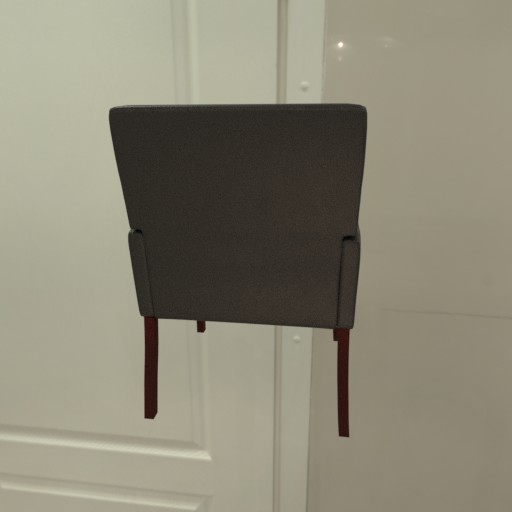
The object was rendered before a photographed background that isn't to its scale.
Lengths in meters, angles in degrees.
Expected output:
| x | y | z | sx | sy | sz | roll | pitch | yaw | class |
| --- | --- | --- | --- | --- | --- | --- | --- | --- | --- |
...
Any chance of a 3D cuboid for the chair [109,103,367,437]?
| x | y | z | sx | sy | sz | roll | pitch | yaw | class |
| --- | --- | --- | --- | --- | --- | --- | --- | --- | --- |
| 0.000 | 0.000 | 1.523 | 0.683 | 0.951 | 0.772 | 2 | 16 | 8 | chair |
